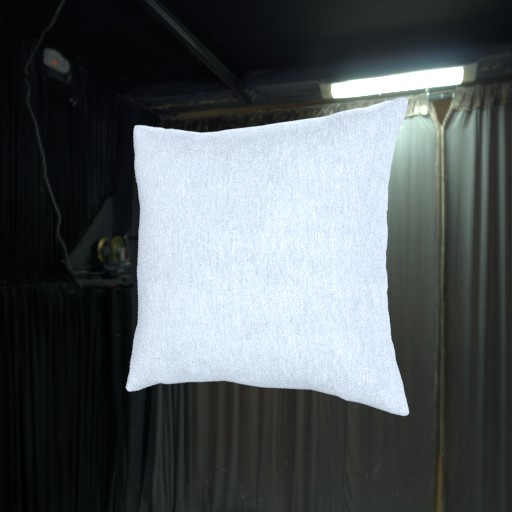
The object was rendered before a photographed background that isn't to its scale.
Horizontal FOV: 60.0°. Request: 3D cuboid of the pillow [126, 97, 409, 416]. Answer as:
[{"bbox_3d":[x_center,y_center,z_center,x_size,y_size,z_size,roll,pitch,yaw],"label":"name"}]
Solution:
[{"bbox_3d":[0.000,0.000,0.664,0.433,0.436,0.173,0,-1,17],"label":"pillow"}]
